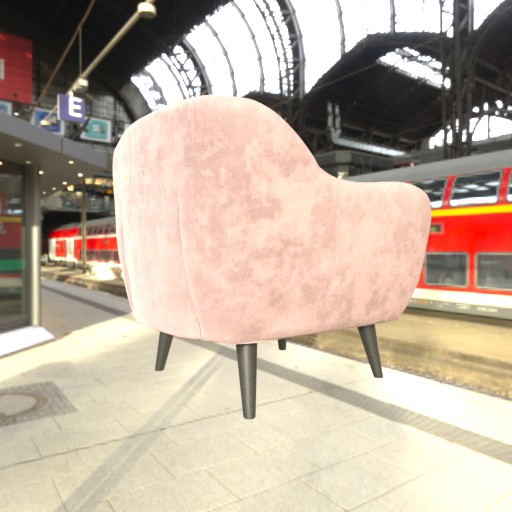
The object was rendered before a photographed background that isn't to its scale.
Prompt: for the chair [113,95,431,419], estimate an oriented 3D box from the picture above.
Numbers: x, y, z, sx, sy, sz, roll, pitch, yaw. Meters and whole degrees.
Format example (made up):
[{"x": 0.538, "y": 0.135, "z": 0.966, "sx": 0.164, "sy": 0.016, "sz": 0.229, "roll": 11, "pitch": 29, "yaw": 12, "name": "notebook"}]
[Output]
[{"x": 0.000, "y": 0.000, "z": 1.496, "sx": 0.820, "sy": 0.820, "sz": 0.840, "roll": -1, "pitch": 1, "yaw": -37, "name": "chair"}]
